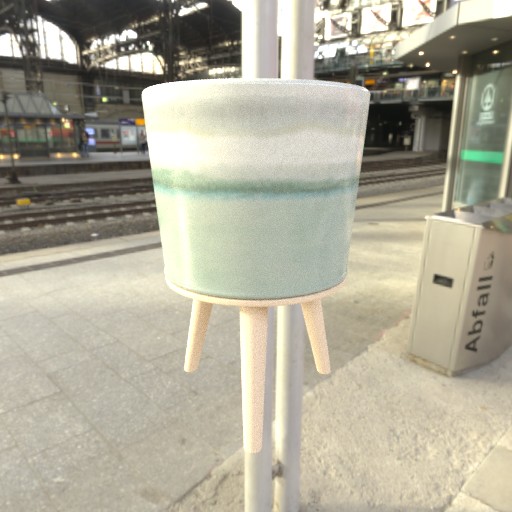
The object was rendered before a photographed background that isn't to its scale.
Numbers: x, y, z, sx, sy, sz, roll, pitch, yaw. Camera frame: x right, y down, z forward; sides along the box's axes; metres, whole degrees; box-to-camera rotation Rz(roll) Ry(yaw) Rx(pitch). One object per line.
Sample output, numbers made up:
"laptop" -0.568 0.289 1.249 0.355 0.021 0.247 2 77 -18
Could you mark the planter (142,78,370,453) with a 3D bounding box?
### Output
"planter" 0.000 0.000 0.580 0.265 0.404 0.265 14 20 43
